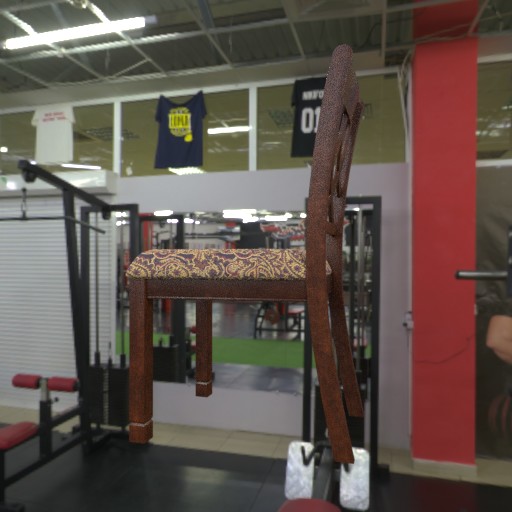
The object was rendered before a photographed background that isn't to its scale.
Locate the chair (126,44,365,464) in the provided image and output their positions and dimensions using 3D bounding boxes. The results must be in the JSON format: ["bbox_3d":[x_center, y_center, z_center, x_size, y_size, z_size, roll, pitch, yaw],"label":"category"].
[{"bbox_3d":[0.000,0.000,1.278,0.584,0.965,0.457,0,0,18],"label":"chair"}]
